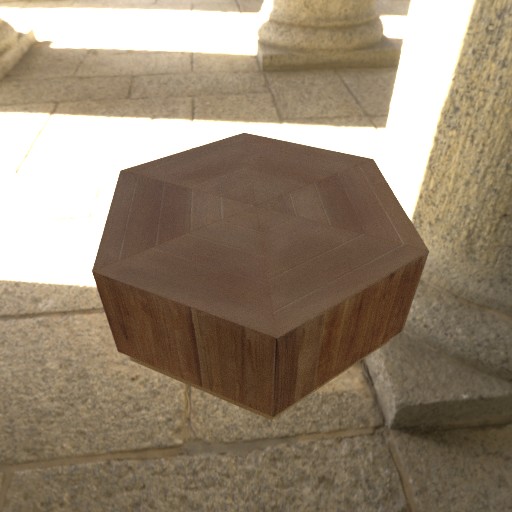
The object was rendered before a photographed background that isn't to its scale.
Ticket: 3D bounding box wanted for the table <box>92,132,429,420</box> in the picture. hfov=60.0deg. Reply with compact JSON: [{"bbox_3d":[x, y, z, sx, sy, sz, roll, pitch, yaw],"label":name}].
[{"bbox_3d":[0.000,0.000,1.671,1.154,0.456,1.000,-25,46,-26],"label":"table"}]
